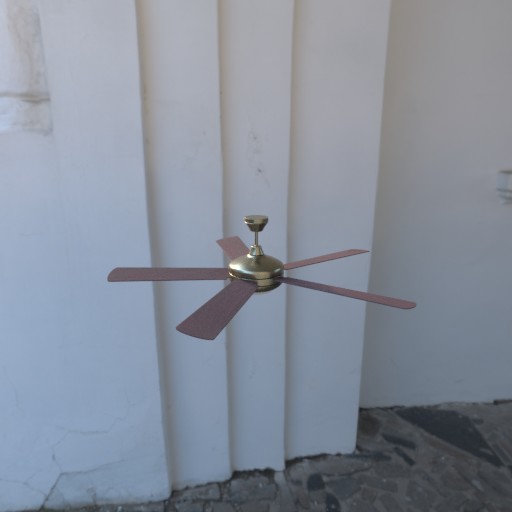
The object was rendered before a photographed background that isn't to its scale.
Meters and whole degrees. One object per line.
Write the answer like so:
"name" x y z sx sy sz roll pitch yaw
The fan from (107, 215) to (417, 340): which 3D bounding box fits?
"fan" 0.000 0.000 2.003 1.321 0.356 1.321 2 16 9
